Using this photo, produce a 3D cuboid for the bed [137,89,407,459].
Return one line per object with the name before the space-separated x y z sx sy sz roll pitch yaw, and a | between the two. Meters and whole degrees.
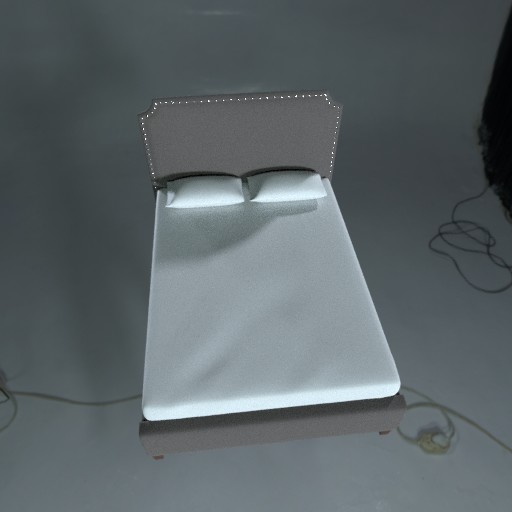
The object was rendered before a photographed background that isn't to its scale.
bed | 0.000 0.000 3.341 1.713 1.443 2.372 -4 47 -4
